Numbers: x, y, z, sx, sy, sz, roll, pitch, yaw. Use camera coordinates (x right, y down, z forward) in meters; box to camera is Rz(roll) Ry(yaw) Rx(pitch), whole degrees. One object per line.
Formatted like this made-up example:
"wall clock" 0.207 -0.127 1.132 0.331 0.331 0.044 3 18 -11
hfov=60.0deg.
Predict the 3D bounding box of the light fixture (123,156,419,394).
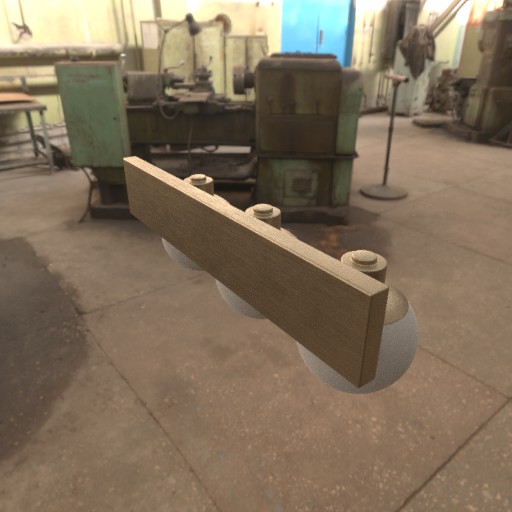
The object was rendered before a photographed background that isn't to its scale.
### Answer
"light fixture" 0.000 0.000 0.847 0.218 0.263 0.721 -18 32 -32
